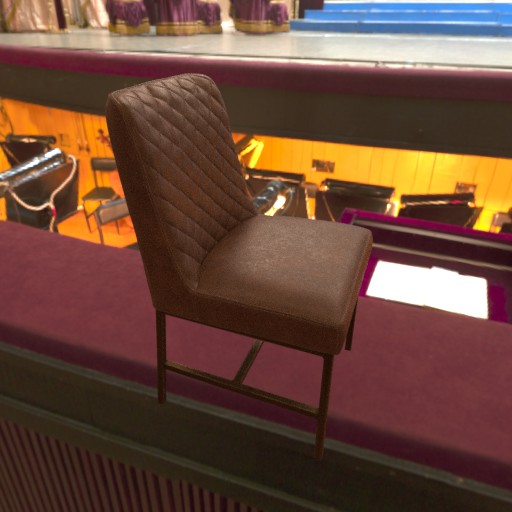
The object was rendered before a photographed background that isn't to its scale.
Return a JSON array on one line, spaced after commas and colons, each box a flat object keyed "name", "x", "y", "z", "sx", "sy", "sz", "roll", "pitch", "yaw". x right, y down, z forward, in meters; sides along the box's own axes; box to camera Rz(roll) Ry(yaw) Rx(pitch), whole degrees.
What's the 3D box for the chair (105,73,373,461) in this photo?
[{"name": "chair", "x": 0.000, "y": 0.000, "z": 1.232, "sx": 0.587, "sy": 0.889, "sz": 0.508, "roll": 10, "pitch": 31, "yaw": 17}]
